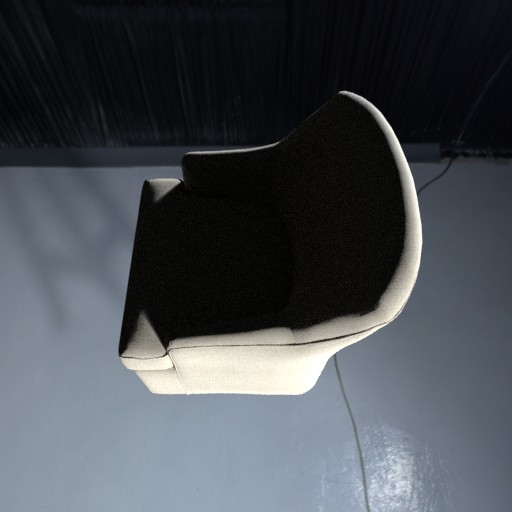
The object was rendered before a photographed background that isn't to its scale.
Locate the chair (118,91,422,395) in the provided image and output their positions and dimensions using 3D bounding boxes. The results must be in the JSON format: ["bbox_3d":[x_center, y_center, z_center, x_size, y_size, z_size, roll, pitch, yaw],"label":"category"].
[{"bbox_3d":[0.000,0.000,1.615,0.923,0.856,0.864,-1,58,-1],"label":"chair"}]
